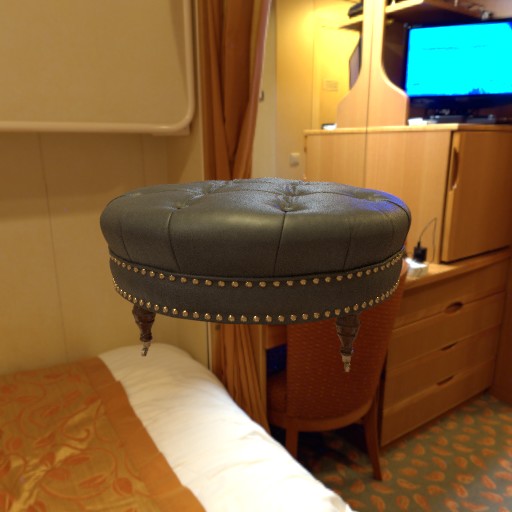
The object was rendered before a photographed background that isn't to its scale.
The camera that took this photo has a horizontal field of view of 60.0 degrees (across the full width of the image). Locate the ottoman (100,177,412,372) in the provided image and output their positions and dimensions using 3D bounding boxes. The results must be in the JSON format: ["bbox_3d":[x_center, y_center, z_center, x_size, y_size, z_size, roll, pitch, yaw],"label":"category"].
[{"bbox_3d":[0.000,0.000,1.363,0.901,0.439,0.901,0,14,0],"label":"ottoman"}]
